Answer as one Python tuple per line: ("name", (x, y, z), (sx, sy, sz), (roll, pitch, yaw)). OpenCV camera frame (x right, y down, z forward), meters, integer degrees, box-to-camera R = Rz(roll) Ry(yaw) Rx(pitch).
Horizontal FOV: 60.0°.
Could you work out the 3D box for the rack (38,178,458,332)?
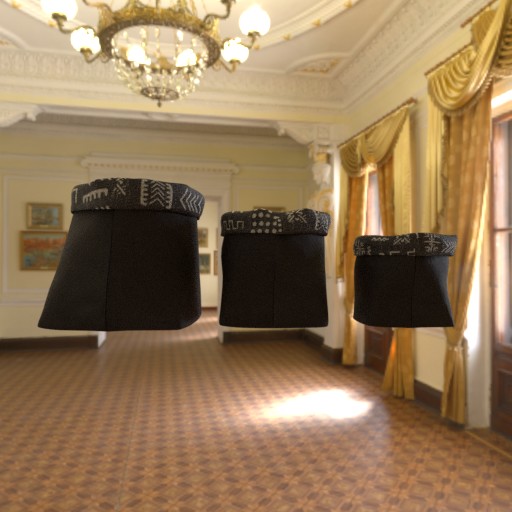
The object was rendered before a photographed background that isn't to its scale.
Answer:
("rack", (0.000, 0.000, 1.074), (0.905, 0.323, 0.379), (0, -1, 1))
